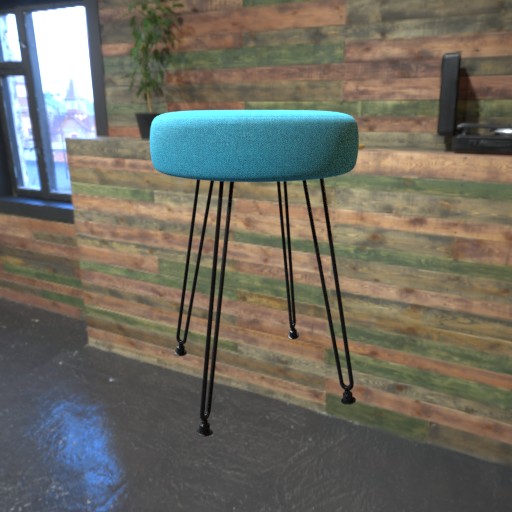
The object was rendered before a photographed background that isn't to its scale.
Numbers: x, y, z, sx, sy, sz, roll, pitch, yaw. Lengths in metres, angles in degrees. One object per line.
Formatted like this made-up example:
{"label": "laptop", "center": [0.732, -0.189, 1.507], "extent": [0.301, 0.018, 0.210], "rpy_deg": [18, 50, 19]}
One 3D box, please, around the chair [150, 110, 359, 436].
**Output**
{"label": "chair", "center": [0.000, 0.000, 0.706], "extent": [0.350, 0.440, 0.350], "rpy_deg": [9, 20, 26]}
